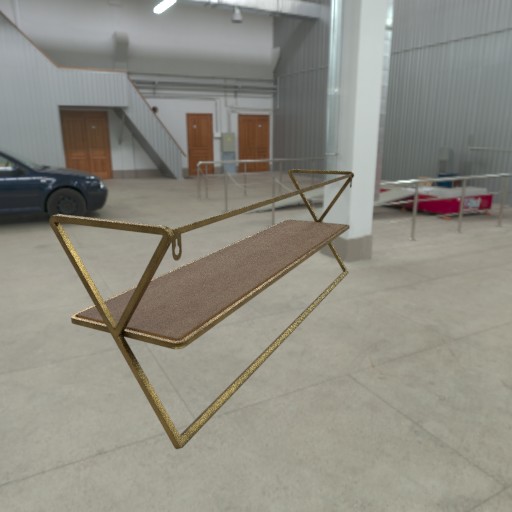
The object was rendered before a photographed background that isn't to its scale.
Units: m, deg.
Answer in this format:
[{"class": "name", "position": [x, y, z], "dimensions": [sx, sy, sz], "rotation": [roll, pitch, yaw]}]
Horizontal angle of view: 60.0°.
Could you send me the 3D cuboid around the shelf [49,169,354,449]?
[{"class": "shelf", "position": [0.000, 0.000, 0.724], "dimensions": [0.150, 0.229, 0.645], "rotation": [8, 17, 25]}]
